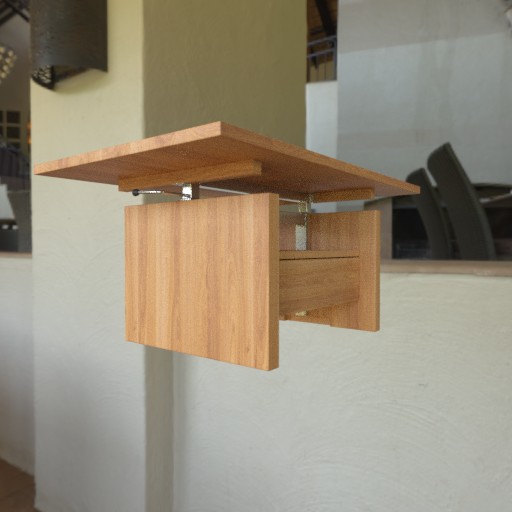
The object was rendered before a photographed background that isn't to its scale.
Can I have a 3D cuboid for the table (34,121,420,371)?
[{"bbox_3d":[0.000,0.000,1.447,0.700,0.510,1.100,1,1,38],"label":"table"}]
